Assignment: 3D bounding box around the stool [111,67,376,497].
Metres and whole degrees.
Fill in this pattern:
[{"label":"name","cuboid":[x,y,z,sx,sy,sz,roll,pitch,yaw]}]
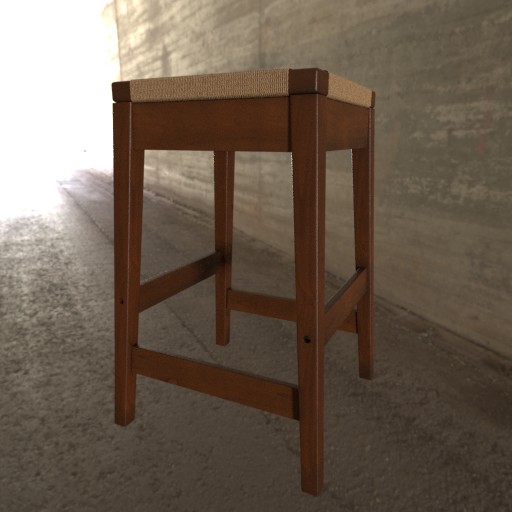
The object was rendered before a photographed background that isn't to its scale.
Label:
[{"label":"stool","cuboid":[0.000,0.000,1.060,0.507,0.762,0.497,7,17,25]}]
